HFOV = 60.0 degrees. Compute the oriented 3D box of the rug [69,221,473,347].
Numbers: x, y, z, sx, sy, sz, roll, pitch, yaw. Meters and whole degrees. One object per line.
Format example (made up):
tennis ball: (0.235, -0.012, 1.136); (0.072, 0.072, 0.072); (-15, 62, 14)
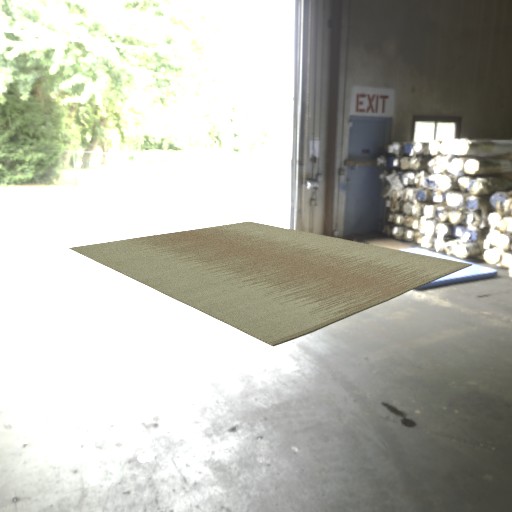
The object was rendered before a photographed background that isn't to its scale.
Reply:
rug: (0.000, 0.000, 4.218); (2.438, 0.013, 3.048); (-12, 19, -40)
